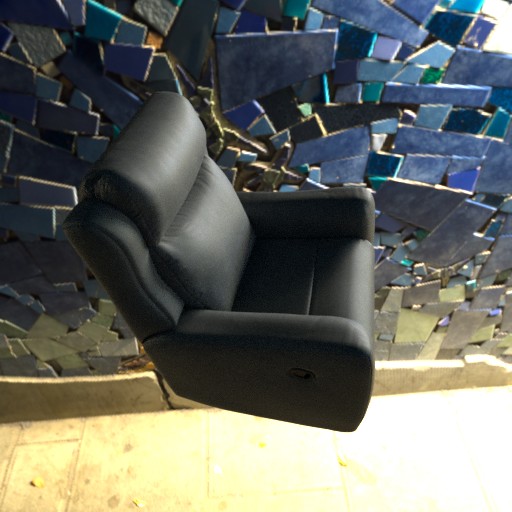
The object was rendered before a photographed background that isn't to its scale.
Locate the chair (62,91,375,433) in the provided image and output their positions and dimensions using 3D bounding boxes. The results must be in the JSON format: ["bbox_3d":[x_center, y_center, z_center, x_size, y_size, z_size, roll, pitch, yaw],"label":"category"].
[{"bbox_3d":[0.000,0.000,1.876,1.068,1.116,0.965,8,44,8],"label":"chair"}]
